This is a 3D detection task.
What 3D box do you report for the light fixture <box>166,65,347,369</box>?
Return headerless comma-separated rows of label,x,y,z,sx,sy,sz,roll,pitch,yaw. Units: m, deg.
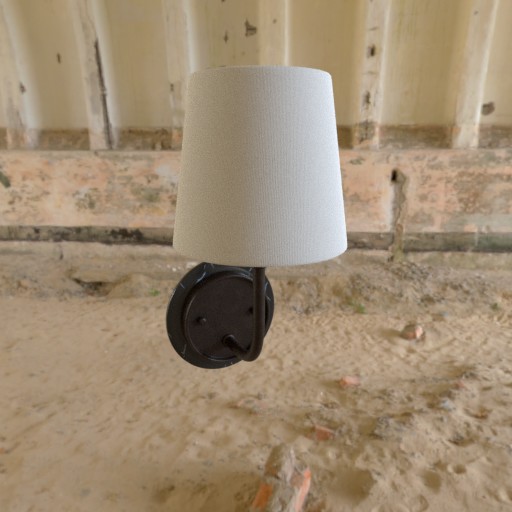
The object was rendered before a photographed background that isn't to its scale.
light fixture,0.000,0.000,0.448,0.168,0.337,0.188,-7,17,-26
